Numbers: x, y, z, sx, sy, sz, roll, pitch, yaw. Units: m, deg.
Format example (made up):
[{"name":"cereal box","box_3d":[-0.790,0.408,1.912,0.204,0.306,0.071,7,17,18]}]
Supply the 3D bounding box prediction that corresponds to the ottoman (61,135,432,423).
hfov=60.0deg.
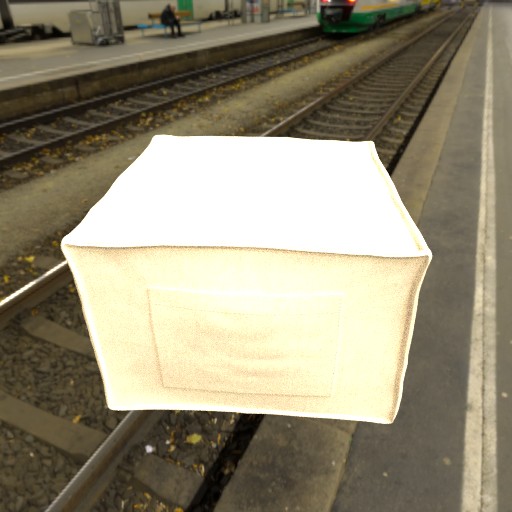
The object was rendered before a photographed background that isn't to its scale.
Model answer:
[{"name":"ottoman","box_3d":[0.000,0.000,1.180,0.707,0.470,0.696,2,31,3]}]
